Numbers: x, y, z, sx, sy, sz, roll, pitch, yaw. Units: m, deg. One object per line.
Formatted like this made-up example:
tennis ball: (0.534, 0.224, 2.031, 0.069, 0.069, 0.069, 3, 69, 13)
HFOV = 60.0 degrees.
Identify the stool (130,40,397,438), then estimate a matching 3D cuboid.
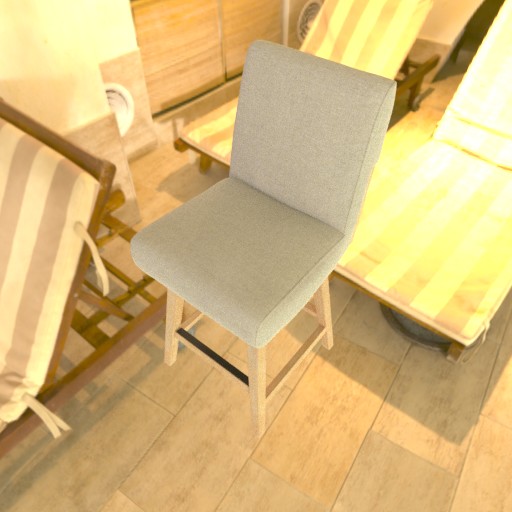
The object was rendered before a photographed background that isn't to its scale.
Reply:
stool: (0.000, 0.000, 1.423, 0.507, 1.085, 0.606, 30, 53, 26)
